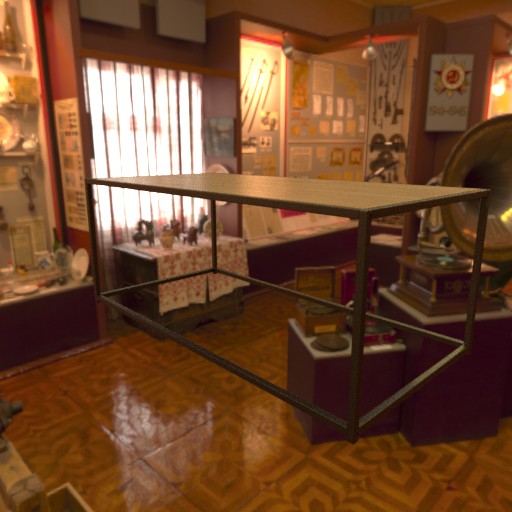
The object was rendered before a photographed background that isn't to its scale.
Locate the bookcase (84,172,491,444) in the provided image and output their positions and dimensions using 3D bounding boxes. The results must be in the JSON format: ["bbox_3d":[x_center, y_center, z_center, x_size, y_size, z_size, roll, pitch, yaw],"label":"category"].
[{"bbox_3d":[0.000,0.000,1.221,0.500,0.400,1.000,-13,19,-42],"label":"bookcase"}]
